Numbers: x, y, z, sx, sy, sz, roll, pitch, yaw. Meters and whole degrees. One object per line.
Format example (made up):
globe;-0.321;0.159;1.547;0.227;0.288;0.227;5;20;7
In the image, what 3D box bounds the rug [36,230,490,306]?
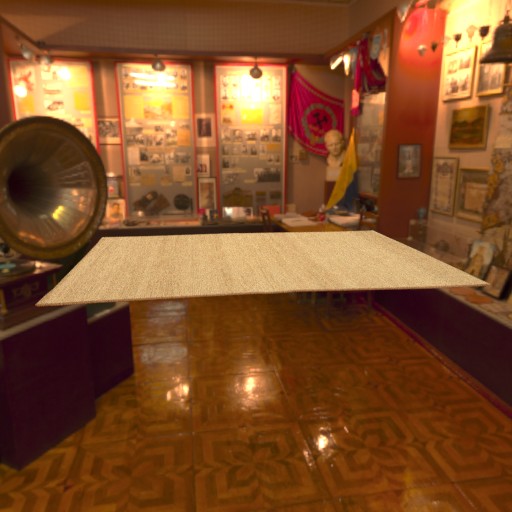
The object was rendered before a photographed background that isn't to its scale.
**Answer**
rug;0.000;0.000;2.945;2.283;0.030;1.596;-2;14;-7
